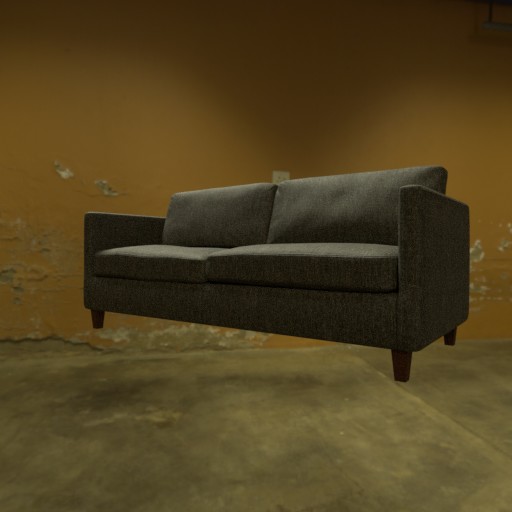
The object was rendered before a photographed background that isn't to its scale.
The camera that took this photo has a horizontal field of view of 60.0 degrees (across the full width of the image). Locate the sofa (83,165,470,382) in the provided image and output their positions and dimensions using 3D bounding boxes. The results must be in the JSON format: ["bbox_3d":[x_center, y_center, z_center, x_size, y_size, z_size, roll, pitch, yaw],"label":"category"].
[{"bbox_3d":[0.000,0.000,2.665,2.208,0.960,0.948,1,1,36],"label":"sofa"}]
